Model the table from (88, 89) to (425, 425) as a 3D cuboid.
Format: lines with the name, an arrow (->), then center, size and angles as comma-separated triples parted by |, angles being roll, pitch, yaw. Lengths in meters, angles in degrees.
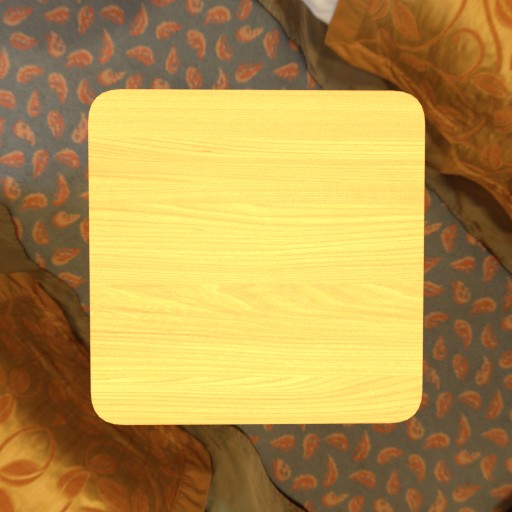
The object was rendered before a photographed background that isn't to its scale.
table -> 0.000, 0.000, 1.219 | 0.750, 0.450, 0.750 | 0, 92, -1
